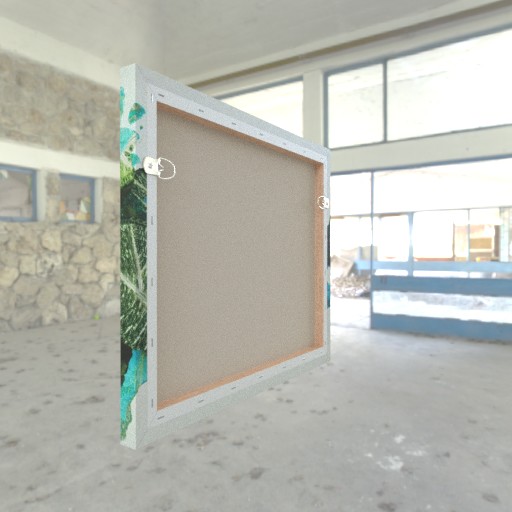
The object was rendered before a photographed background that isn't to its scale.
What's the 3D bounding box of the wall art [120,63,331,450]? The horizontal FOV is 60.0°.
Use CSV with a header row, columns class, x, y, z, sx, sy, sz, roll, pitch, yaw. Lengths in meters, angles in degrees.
class,x,y,z,sx,sy,sz,roll,pitch,yaw
wall art,0.000,0.000,0.997,0.043,0.610,0.711,0,0,35
